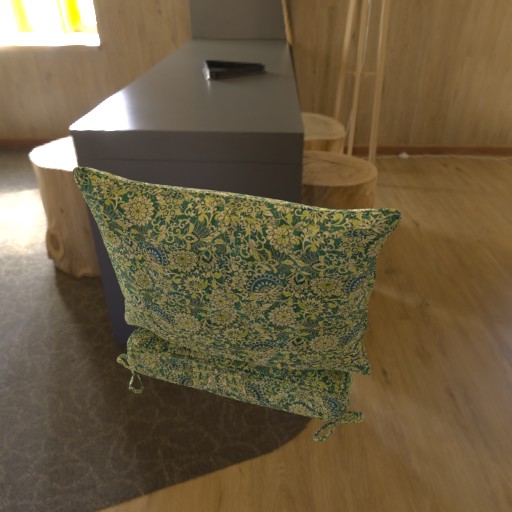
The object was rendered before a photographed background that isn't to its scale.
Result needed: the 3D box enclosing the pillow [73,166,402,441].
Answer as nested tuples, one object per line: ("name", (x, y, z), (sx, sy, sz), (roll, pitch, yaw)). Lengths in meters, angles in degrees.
("pillow", (0.000, 0.000, 1.389), (0.798, 0.722, 0.740), (9, 34, 14))
